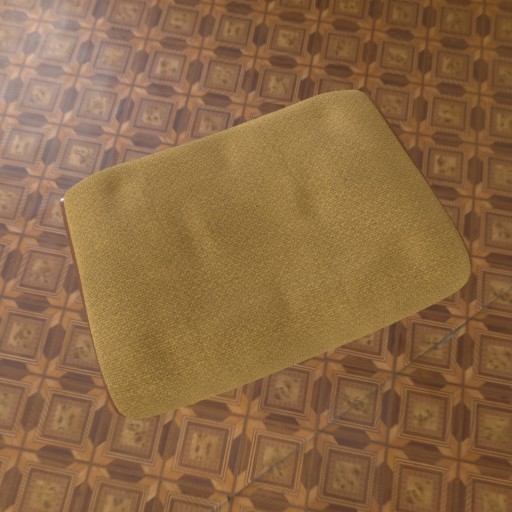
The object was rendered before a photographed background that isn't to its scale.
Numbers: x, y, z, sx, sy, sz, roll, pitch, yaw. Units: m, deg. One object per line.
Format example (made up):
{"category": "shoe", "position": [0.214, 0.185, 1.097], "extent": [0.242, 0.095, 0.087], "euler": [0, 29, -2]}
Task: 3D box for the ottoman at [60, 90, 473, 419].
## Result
{"category": "ottoman", "position": [0.000, 0.000, 0.783], "extent": [0.520, 0.391, 0.394], "euler": [-21, 76, -5]}
